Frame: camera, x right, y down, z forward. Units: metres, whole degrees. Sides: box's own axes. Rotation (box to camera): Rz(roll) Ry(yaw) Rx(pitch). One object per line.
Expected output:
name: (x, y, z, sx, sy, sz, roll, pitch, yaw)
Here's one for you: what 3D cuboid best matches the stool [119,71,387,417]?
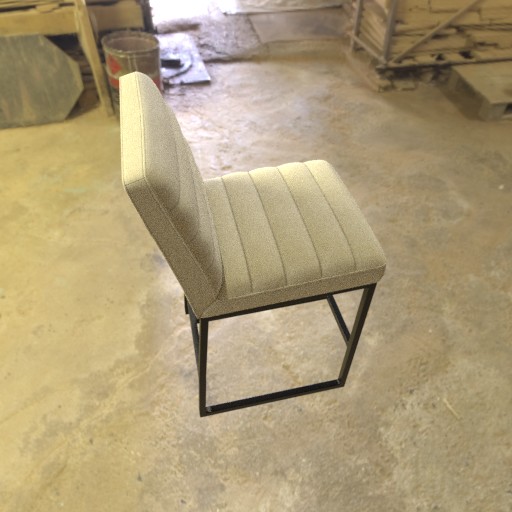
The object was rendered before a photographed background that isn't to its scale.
stool: (0.000, 0.000, 1.263, 0.560, 0.940, 0.460, -9, 47, -9)
